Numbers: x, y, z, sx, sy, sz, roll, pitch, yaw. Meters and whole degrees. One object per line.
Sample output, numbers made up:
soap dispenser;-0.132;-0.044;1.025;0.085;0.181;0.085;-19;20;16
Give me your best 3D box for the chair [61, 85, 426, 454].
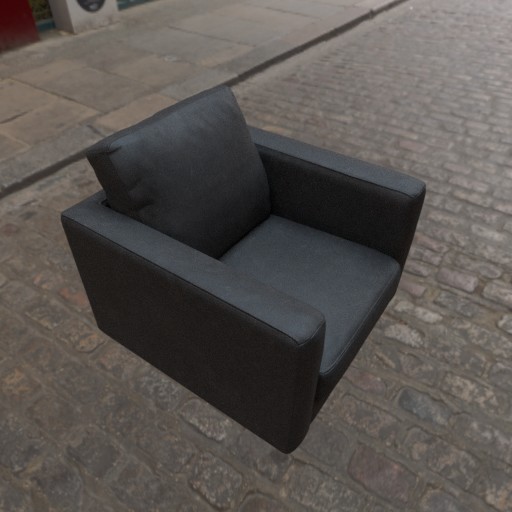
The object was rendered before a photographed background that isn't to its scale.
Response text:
chair;0.000;0.000;1.522;0.879;0.898;0.831;24;47;25
